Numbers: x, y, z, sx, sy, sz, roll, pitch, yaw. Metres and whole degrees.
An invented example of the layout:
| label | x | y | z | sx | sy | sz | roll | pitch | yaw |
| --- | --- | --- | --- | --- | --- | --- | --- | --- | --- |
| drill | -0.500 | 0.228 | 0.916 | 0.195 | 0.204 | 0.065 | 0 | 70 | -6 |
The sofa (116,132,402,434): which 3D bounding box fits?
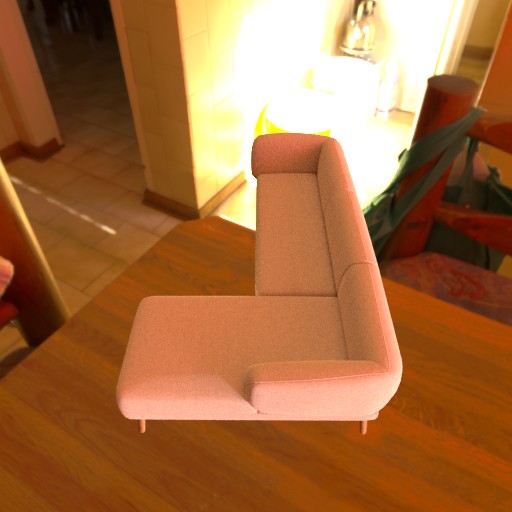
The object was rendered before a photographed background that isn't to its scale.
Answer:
| label | x | y | z | sx | sy | sz | roll | pitch | yaw |
| --- | --- | --- | --- | --- | --- | --- | --- | --- | --- |
| sofa | 0.000 | 0.000 | 3.394 | 1.610 | 0.730 | 2.660 | 0 | 43 | 0 |
